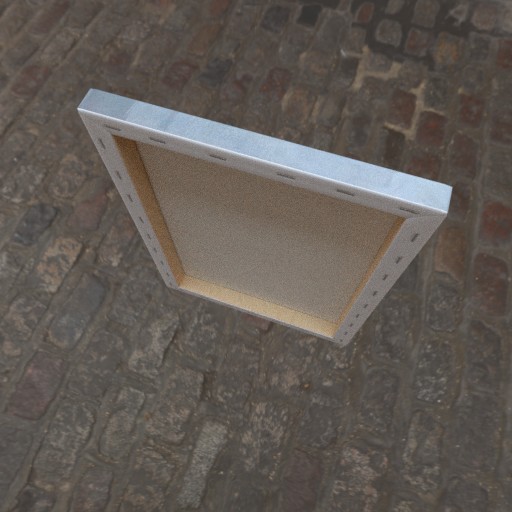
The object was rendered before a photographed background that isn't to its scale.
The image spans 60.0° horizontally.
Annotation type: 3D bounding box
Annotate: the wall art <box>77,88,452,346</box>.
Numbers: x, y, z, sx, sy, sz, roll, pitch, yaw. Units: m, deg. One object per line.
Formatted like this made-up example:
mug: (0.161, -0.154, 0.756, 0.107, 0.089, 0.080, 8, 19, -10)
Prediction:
wall art: (0.000, 0.000, 0.795, 0.455, 0.613, 0.037, 17, 66, 8)
